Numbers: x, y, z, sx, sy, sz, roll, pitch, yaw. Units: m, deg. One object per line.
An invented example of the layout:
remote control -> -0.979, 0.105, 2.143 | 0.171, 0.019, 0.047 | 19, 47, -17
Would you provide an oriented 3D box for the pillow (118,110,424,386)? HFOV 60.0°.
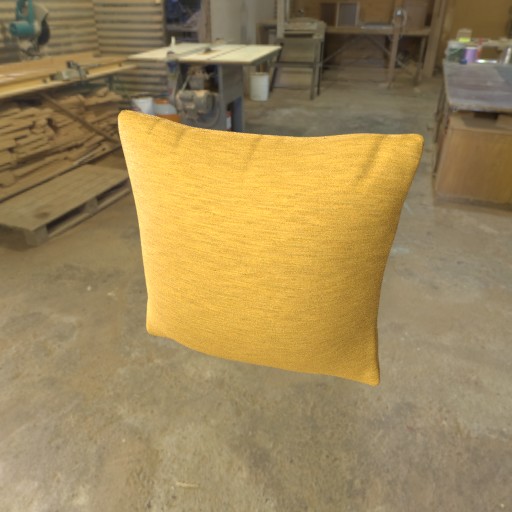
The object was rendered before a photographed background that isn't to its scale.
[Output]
pillow -> 0.000, 0.000, 0.697 | 0.435, 0.417, 0.247 | 10, 32, 16
